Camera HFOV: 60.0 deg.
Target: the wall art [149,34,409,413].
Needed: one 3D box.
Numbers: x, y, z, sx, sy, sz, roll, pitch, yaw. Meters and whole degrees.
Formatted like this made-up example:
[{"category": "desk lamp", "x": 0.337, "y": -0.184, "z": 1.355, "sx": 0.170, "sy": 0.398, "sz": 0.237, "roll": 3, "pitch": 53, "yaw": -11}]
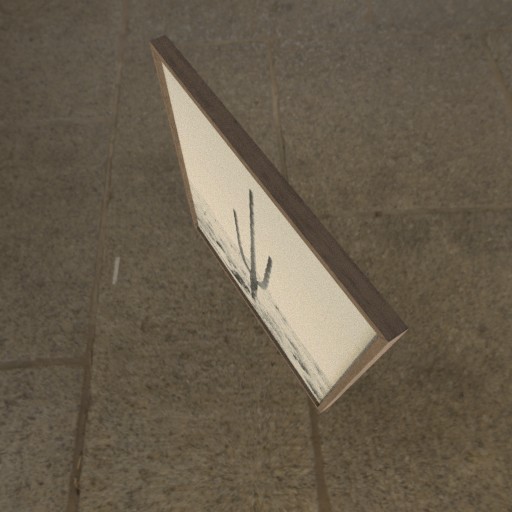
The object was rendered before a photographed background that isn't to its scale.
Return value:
[{"category": "wall art", "x": 0.000, "y": 0.000, "z": 1.125, "sx": 0.038, "sy": 0.762, "sz": 0.762, "roll": -30, "pitch": 67, "yaw": -14}]
